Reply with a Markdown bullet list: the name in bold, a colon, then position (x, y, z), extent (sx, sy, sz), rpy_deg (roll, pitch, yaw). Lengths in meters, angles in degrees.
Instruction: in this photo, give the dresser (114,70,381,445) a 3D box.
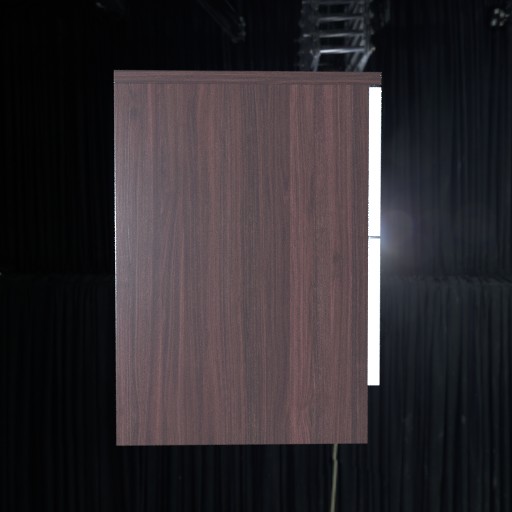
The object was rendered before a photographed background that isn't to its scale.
- **dresser**: position (0.000, 0.000, 0.758), extent (0.360, 0.470, 0.400), rpy_deg (0, 1, -1)
